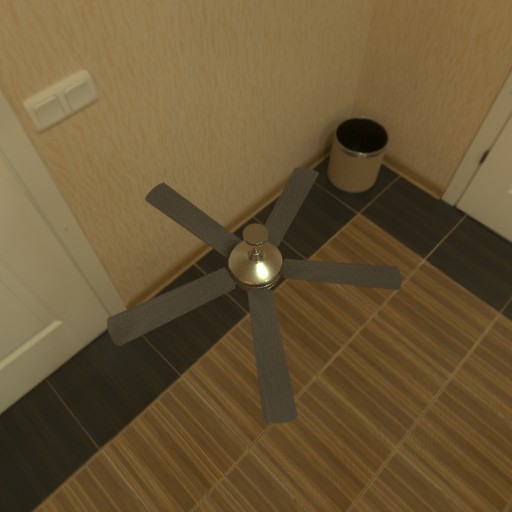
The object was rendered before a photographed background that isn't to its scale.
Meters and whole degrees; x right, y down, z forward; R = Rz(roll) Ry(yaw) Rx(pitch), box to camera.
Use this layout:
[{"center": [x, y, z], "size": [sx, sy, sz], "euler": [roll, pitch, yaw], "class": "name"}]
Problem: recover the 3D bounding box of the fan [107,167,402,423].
[{"center": [0.000, 0.000, 1.993], "size": [1.321, 0.356, 1.321], "euler": [13, 59, 8], "class": "fan"}]
